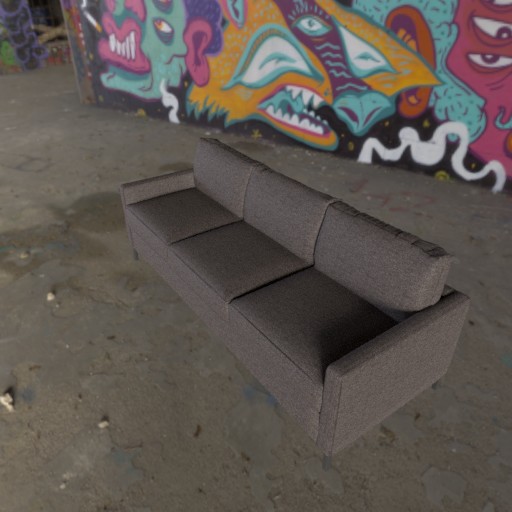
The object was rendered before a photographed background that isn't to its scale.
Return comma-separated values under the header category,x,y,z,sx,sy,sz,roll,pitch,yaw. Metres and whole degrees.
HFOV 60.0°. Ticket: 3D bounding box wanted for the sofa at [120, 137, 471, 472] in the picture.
category,x,y,z,sx,sy,sz,roll,pitch,yaw
sofa,0.000,0.000,2.690,0.876,0.882,2.253,-21,37,-30
